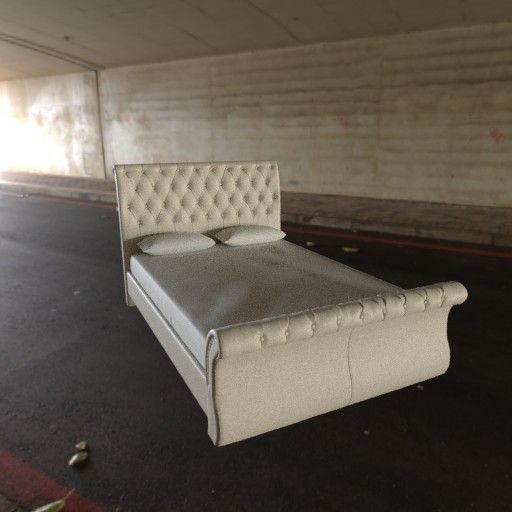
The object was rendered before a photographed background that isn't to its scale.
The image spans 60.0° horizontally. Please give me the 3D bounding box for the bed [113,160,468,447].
[{"bbox_3d":[0.000,0.000,3.360,1.606,1.268,2.493,-8,17,-26],"label":"bed"}]
